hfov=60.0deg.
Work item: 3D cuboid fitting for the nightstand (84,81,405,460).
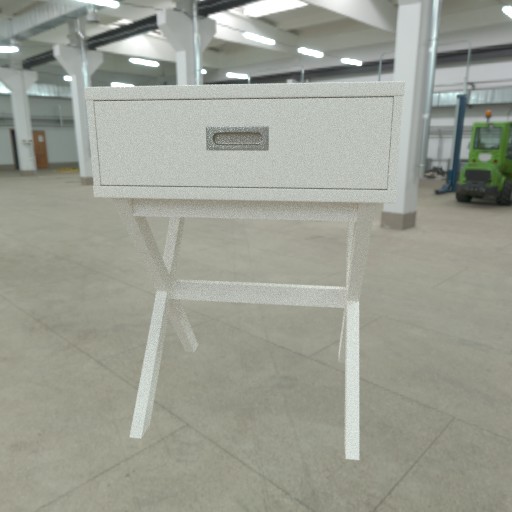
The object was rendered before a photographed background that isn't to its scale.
[{"bbox_3d":[0.000,0.000,0.920,0.479,0.623,0.402,2,15,8],"label":"nightstand"}]
